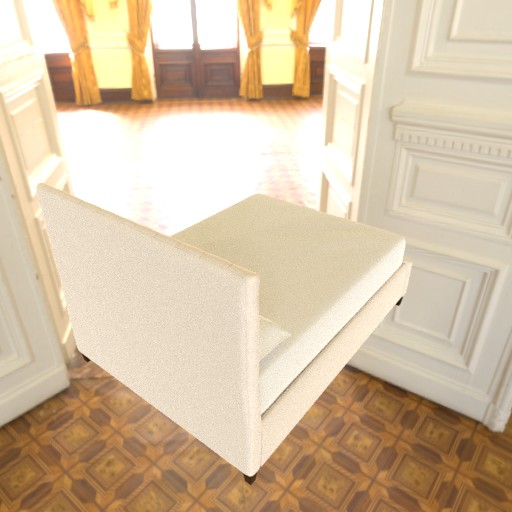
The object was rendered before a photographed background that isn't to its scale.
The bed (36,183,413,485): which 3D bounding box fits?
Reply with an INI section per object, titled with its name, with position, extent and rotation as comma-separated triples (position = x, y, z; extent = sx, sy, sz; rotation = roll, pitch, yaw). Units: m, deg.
[bed]
position = 0.000, 0.000, 3.331
extent = 1.696, 1.426, 2.233
rotation = 22, 37, 32
